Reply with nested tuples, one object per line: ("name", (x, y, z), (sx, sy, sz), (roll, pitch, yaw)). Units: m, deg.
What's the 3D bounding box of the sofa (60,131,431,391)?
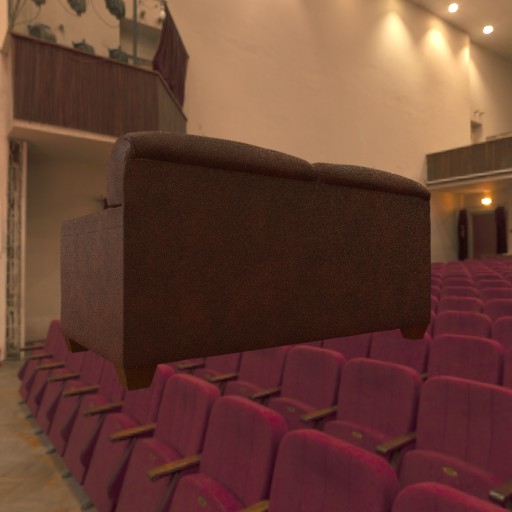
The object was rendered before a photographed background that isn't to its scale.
("sofa", (0.000, 0.000, 2.439), (1.856, 0.966, 1.000), (0, -1, -36))
